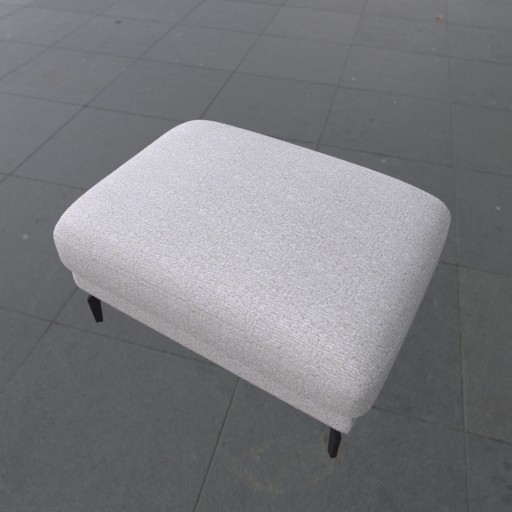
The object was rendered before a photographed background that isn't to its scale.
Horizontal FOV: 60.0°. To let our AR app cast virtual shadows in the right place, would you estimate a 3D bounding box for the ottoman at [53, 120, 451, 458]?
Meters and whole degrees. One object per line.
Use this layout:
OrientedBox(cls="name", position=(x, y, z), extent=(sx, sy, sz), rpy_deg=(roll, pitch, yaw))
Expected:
OrientedBox(cls="ottoman", position=(0.000, 0.000, 1.080), extent=(0.772, 0.420, 0.568), rpy_deg=(23, 51, 21))
